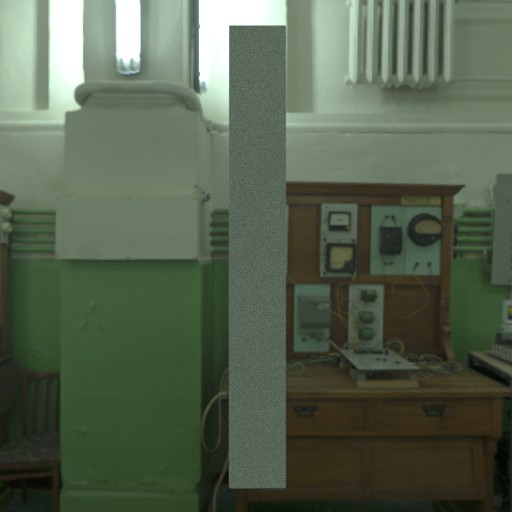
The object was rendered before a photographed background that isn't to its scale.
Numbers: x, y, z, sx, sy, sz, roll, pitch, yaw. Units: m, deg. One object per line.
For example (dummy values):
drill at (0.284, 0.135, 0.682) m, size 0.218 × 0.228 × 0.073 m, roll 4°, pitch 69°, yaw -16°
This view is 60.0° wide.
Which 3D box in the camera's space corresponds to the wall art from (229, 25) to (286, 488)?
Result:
wall art at (0.000, 0.000, 0.444) m, size 0.038 × 0.305 × 0.305 m, roll 0°, pitch 0°, yaw 0°
